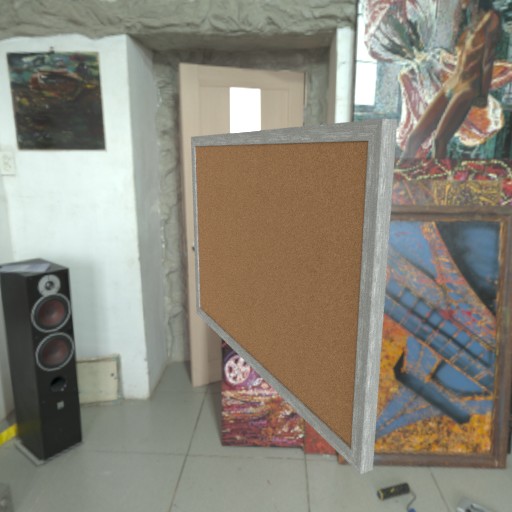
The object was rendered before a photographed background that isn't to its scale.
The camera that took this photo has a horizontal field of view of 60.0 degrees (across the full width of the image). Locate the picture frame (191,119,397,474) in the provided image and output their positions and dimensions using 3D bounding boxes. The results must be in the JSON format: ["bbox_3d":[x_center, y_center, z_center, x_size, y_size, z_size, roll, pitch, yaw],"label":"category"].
[{"bbox_3d":[0.000,0.000,1.181,0.029,0.640,0.950,-6,15,-25],"label":"picture frame"}]
